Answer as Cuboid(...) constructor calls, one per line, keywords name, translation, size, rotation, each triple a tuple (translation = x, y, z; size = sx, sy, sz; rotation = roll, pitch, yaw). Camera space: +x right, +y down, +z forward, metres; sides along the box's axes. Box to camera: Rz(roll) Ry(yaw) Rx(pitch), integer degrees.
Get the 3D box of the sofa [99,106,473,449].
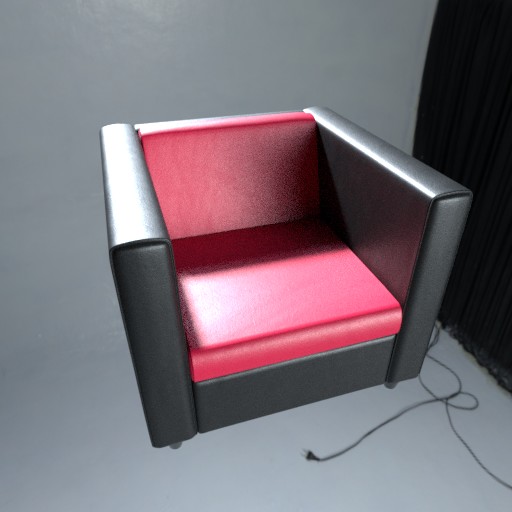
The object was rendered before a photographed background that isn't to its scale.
Cuboid(name="sofa", translation=(0.000, 0.000, 1.434), size=(0.839, 0.724, 0.809), rotation=(-10, 34, -15))
